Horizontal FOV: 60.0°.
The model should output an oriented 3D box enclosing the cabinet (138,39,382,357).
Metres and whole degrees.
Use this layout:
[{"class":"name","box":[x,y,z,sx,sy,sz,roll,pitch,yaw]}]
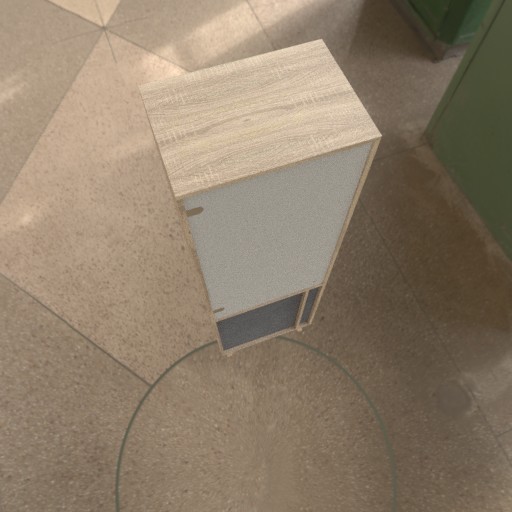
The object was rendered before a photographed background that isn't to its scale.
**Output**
[{"class":"cabinet","box":[0.000,0.000,2.054,0.570,1.850,0.400,-18,66,-9]}]
